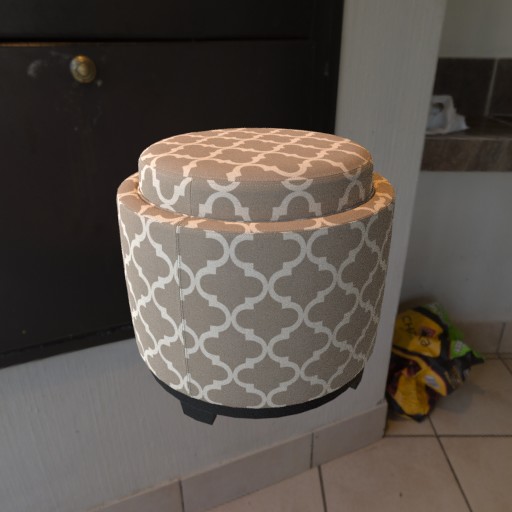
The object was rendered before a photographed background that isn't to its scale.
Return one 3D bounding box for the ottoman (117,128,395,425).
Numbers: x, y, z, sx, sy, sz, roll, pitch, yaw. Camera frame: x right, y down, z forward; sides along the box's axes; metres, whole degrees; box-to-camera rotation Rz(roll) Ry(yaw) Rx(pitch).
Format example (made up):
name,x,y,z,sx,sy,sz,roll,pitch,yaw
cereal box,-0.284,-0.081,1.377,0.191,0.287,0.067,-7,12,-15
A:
name,x,y,z,sx,sy,sz,roll,pitch,yaw
ottoman,0.000,0.000,0.840,0.480,0.429,0.480,0,25,0
